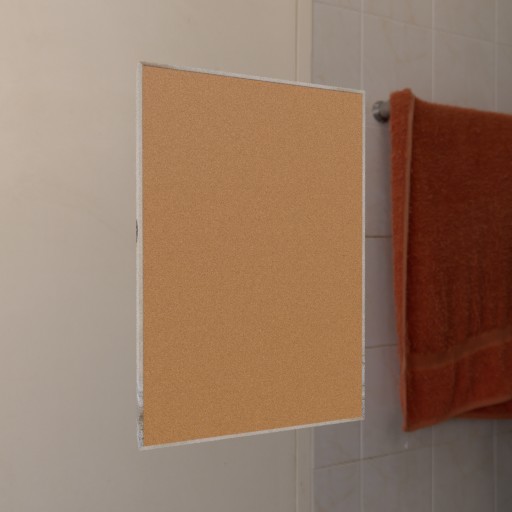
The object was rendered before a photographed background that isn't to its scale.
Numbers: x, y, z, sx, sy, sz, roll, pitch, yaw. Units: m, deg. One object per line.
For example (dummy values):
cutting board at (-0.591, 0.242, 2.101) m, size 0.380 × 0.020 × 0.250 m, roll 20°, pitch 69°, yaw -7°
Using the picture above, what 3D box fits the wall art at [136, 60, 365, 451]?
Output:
wall art at (0.000, 0.000, 0.491) m, size 0.254 × 0.381 × 0.038 m, roll 0°, pitch 1°, yaw -19°
